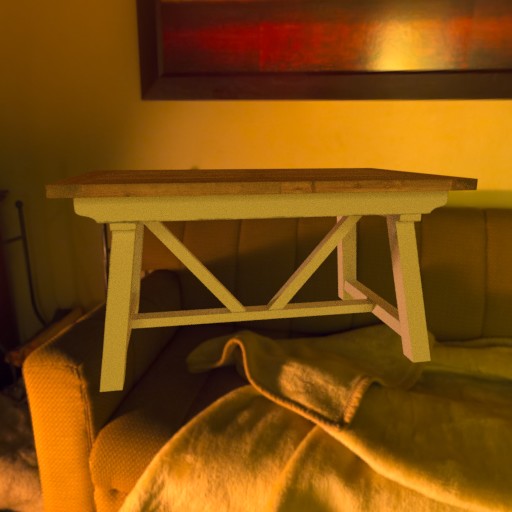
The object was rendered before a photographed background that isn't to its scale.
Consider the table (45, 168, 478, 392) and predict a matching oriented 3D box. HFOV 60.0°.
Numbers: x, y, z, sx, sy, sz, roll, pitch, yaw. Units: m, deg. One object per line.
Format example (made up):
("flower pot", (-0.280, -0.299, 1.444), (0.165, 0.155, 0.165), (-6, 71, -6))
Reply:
("table", (0.000, 0.000, 2.038), (1.503, 0.743, 0.922), (-3, 14, -10))
